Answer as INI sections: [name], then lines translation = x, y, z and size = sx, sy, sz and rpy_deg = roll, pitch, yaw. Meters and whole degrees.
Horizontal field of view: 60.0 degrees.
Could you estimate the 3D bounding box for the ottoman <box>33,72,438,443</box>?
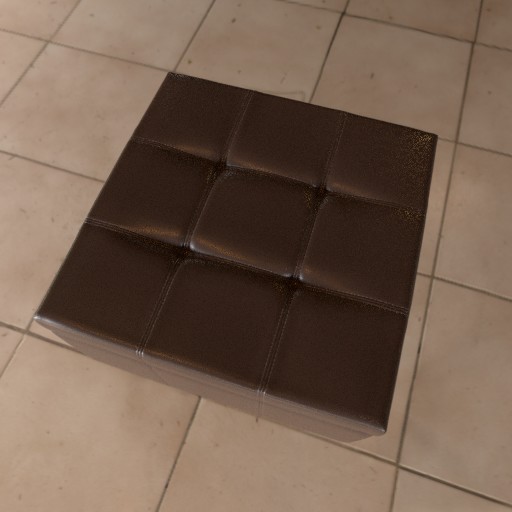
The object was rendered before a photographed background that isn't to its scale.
[ottoman]
translation = 0.000, 0.000, 1.255
size = 0.788, 0.460, 0.787
rpy_deg = 16, 66, 7
